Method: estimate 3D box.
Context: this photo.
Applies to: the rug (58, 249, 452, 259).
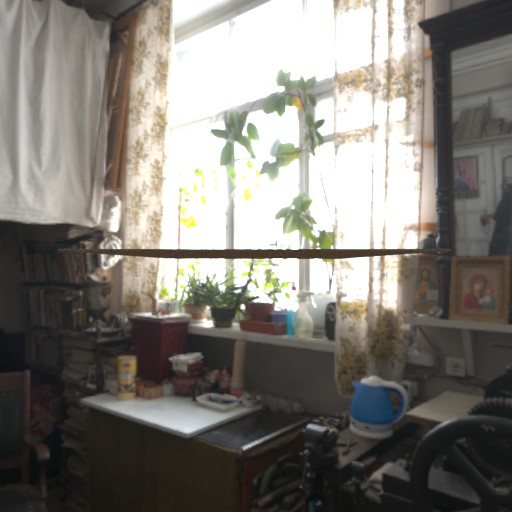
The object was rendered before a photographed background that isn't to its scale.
[{"bbox_3d":[0.000,0.000,2.160,1.142,0.006,1.752,0,-1,0],"label":"rug"}]
